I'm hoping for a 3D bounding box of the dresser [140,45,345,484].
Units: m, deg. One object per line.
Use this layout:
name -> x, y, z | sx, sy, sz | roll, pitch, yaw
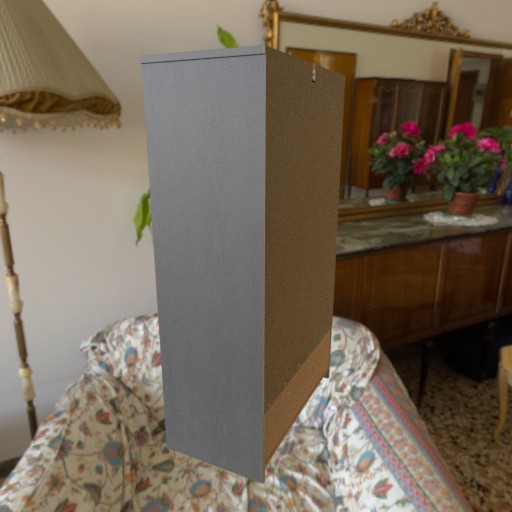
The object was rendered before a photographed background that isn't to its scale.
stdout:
dresser -> 0.000, 0.000, 1.593 | 0.399, 1.255, 0.704 | 8, 18, 25
